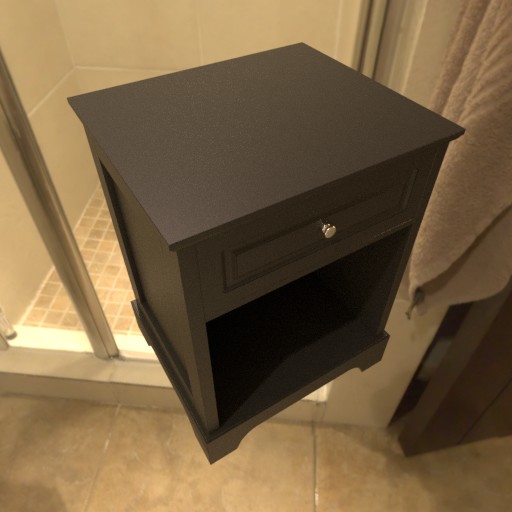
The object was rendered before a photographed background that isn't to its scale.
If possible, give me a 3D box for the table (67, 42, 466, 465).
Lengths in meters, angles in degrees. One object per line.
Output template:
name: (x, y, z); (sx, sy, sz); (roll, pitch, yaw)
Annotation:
table: (0.000, 0.000, 0.881); (0.460, 0.610, 0.399); (-24, 50, -22)
